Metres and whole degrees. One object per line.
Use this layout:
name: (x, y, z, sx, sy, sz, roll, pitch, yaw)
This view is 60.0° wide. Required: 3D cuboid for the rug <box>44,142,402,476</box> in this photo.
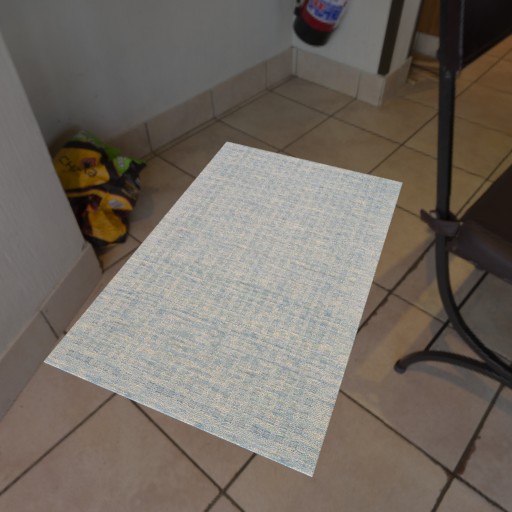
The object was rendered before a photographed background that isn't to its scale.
rug: (0.000, 0.000, 2.208, 1.142, 0.006, 1.752, 17, 49, 15)
